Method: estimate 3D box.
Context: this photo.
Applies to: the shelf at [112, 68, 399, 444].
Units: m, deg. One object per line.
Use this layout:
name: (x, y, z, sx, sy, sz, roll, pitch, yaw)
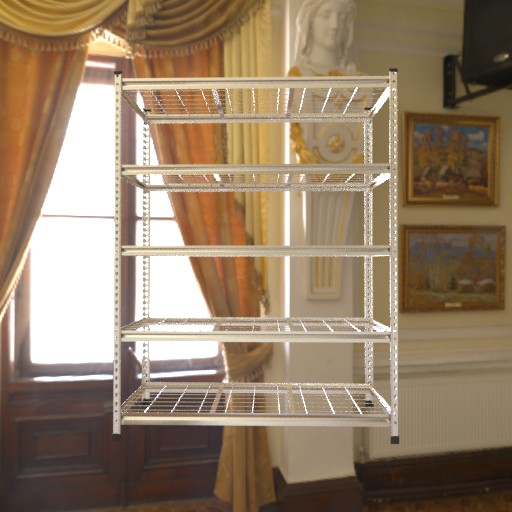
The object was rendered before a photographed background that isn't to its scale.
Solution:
shelf: (0.000, 0.000, 2.658, 1.524, 1.981, 0.610, 0, -1, 1)
